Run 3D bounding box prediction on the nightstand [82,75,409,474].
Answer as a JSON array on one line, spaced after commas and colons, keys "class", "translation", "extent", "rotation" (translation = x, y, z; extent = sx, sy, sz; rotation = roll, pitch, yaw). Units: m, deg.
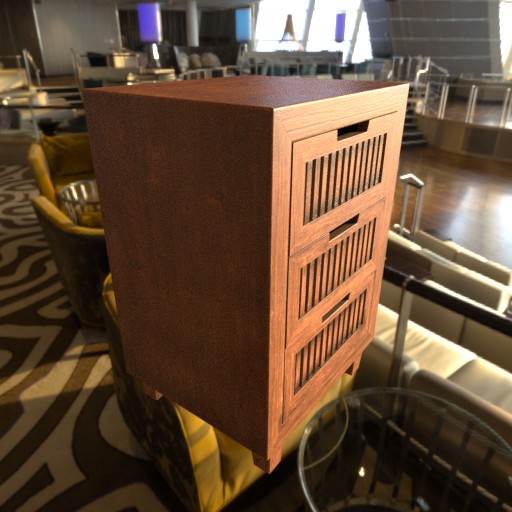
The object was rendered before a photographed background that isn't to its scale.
[{"class": "nightstand", "translation": [0.000, 0.000, 0.966], "extent": [0.410, 0.695, 0.465], "rotation": [18, 31, 33]}]
